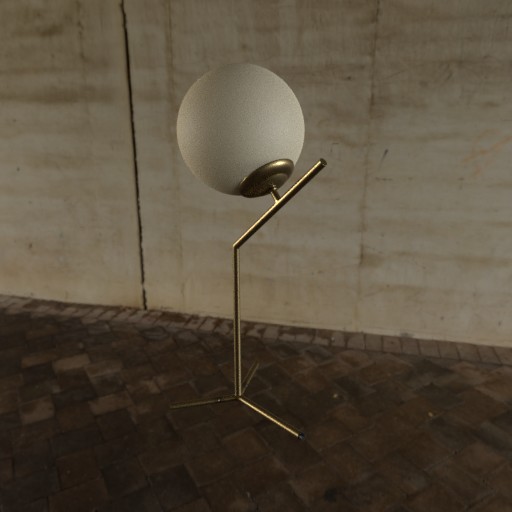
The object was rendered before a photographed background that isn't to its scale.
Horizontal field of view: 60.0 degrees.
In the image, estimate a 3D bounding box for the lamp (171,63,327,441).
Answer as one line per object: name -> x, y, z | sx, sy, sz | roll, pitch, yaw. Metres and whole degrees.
lamp -> 0.000, 0.000, 0.680 | 0.210, 0.552, 0.251 | -15, 22, -42
